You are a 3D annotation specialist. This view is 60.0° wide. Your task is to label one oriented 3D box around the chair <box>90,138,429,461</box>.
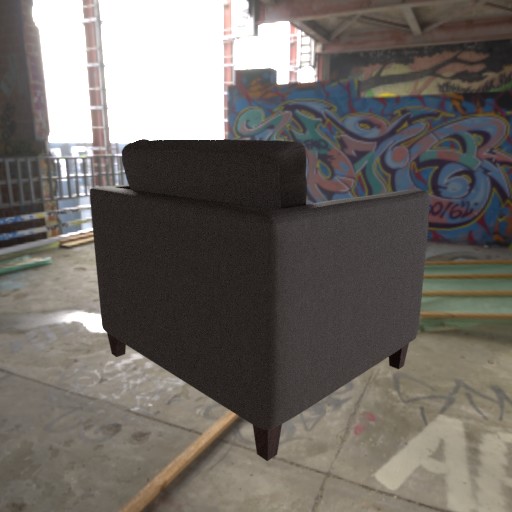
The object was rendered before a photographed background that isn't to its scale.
[{"bbox_3d":[0.000,0.000,1.876,0.959,0.963,1.107,-14,20,-43],"label":"chair"}]
